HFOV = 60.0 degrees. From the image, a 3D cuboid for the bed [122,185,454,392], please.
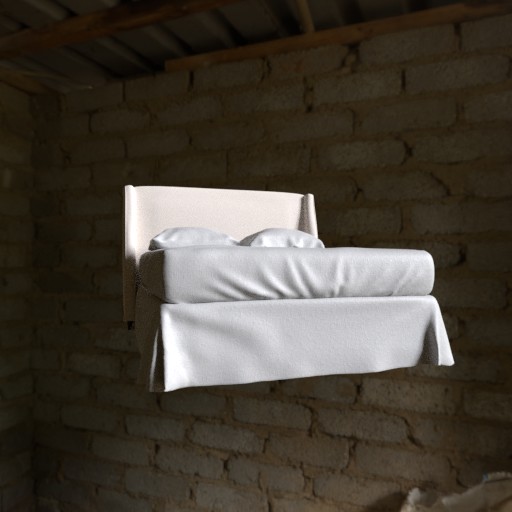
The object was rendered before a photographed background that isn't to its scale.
[{"bbox_3d":[0.000,0.000,3.395,1.925,1.332,2.276,0,0,-18],"label":"bed"}]
